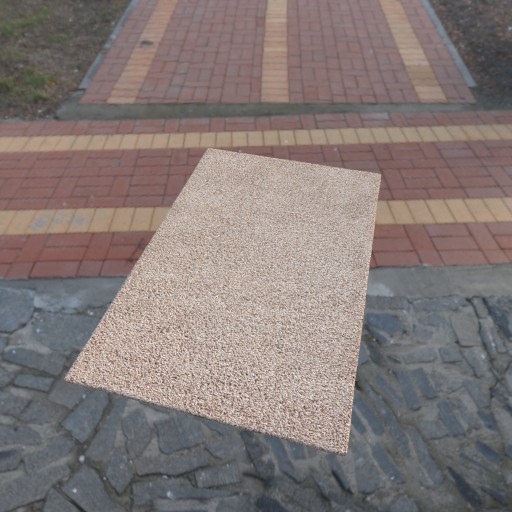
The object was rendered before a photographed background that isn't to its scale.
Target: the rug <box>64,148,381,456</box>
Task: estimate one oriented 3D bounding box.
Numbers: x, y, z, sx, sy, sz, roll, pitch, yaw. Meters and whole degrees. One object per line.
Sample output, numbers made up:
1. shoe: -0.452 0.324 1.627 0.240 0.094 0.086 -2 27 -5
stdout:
1. rug: 0.000 0.000 3.545 1.778 0.030 2.743 11 47 10
